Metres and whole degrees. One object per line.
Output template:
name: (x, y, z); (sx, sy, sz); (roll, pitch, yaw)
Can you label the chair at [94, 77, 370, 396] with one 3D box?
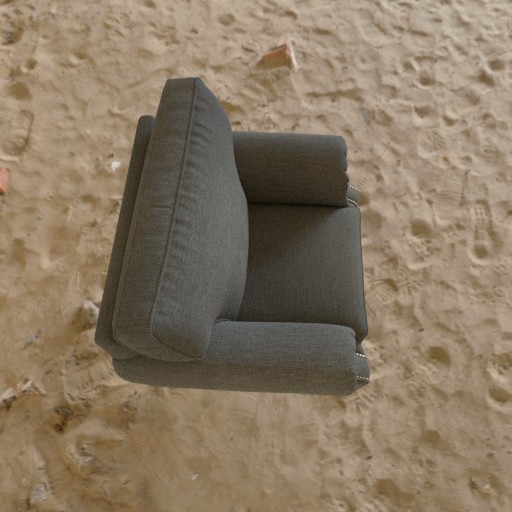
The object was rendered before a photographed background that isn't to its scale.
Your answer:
chair: (0.000, 0.000, 1.808); (0.965, 0.961, 1.092); (2, 65, 1)
